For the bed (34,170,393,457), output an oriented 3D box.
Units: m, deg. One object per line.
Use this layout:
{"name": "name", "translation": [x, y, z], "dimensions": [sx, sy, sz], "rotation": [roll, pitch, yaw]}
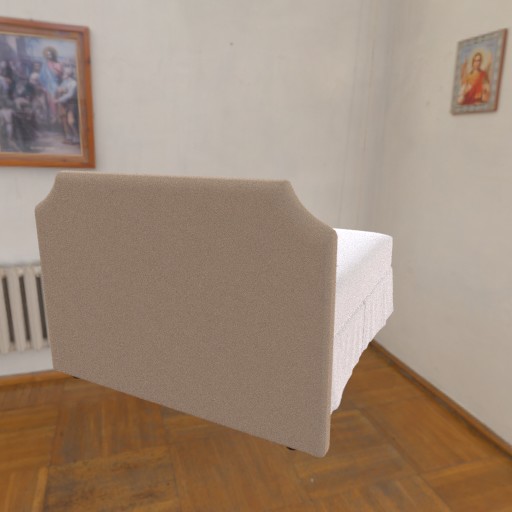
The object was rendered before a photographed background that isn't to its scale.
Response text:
{"name": "bed", "translation": [0.000, 0.000, 3.229], "dimensions": [1.828, 1.301, 2.204], "rotation": [7, 16, 26]}
